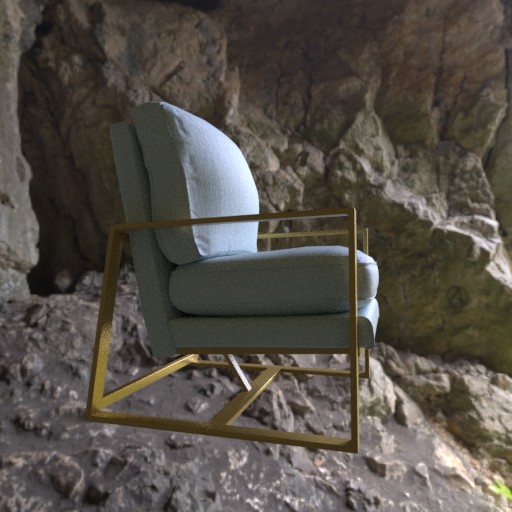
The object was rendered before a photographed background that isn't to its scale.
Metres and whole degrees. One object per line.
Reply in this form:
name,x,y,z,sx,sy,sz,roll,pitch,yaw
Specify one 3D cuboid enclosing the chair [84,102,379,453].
chair,0.000,0.000,1.529,0.813,0.956,0.758,0,-1,17
